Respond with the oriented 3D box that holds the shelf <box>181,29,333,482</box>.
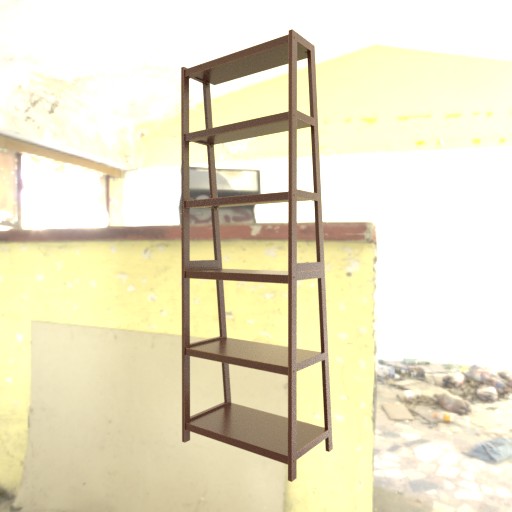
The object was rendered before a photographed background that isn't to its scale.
[{"bbox_3d":[0.000,0.000,2.199,0.660,1.892,0.381,1,1,36],"label":"shelf"}]
